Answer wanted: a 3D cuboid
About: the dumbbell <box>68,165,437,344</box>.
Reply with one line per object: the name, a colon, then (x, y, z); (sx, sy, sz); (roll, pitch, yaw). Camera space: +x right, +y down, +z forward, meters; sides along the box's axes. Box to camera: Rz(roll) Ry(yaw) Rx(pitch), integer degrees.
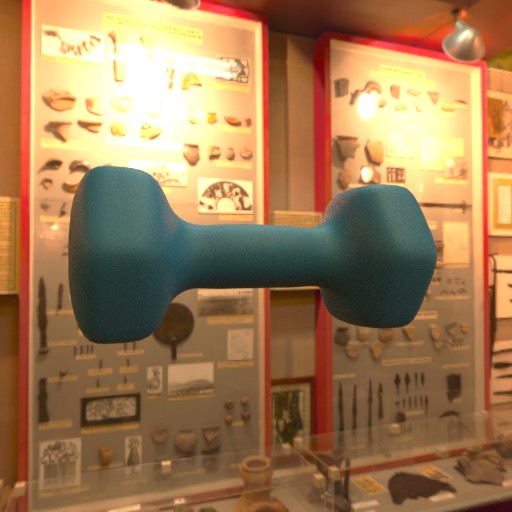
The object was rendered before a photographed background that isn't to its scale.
dumbbell: (0.000, 0.000, 0.195); (0.152, 0.066, 0.074); (0, -1, -18)
